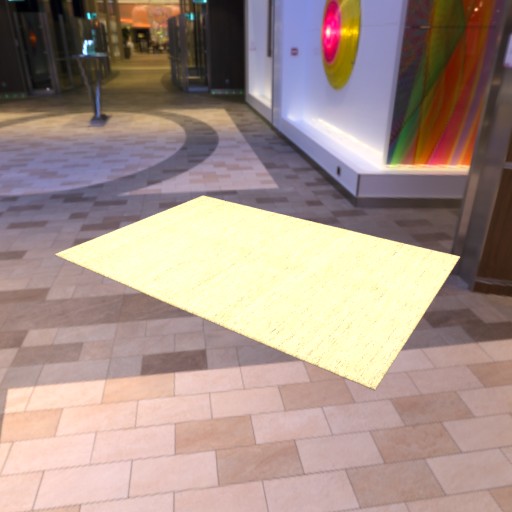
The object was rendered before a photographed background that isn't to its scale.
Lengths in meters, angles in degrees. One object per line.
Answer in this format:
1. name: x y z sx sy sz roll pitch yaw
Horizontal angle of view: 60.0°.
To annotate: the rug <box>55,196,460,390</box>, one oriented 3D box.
1. rug: 0.000 0.000 2.437 1.850 0.015 1.250 17 31 31
